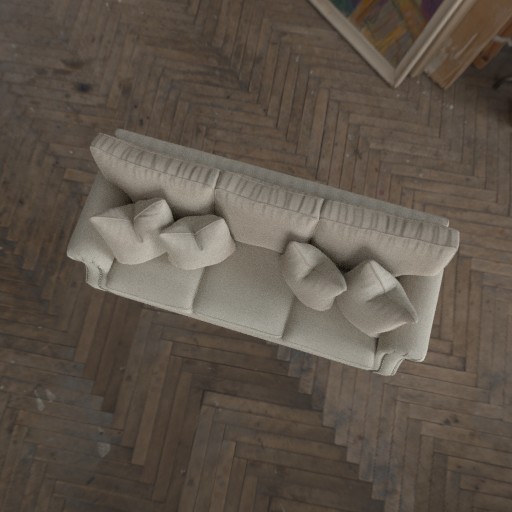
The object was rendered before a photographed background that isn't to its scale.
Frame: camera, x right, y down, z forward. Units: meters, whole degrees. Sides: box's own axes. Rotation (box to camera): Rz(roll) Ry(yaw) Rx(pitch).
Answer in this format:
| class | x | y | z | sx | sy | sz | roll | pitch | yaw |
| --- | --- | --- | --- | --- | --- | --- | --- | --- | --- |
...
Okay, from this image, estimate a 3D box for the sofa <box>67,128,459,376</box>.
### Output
| class | x | y | z | sx | sy | sz | roll | pitch | yaw |
| --- | --- | --- | --- | --- | --- | --- | --- | --- | --- |
| sofa | 0.000 | 0.000 | 2.889 | 2.312 | 0.975 | 0.965 | 16 | 76 | 4 |
